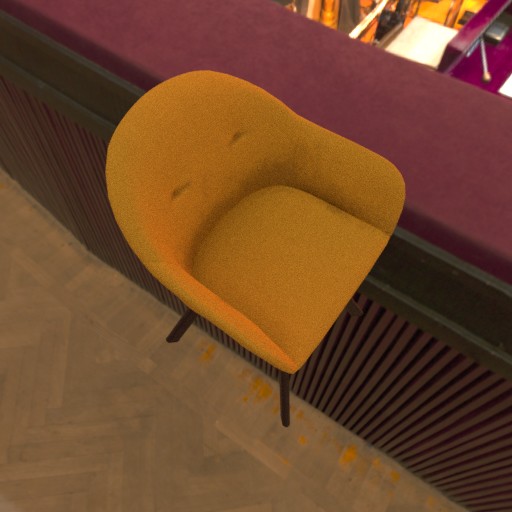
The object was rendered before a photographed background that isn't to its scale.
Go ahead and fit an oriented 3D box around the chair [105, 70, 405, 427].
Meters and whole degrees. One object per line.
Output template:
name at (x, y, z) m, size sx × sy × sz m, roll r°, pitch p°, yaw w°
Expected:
chair at (0.000, 0.000, 1.147) m, size 0.565 × 0.775 × 0.545 m, roll 32°, pitch 64°, yaw 18°
